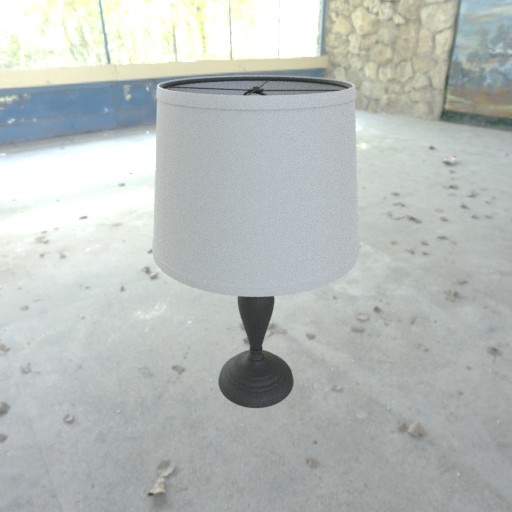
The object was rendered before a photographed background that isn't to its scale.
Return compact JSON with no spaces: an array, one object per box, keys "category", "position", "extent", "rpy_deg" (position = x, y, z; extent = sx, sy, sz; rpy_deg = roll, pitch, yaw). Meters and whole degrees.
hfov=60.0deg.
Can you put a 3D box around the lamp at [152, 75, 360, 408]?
[{"category":"lamp","position":[0.000,0.000,0.688],"extent":[0.310,0.501,0.310],"rpy_deg":[0,27,0]}]
